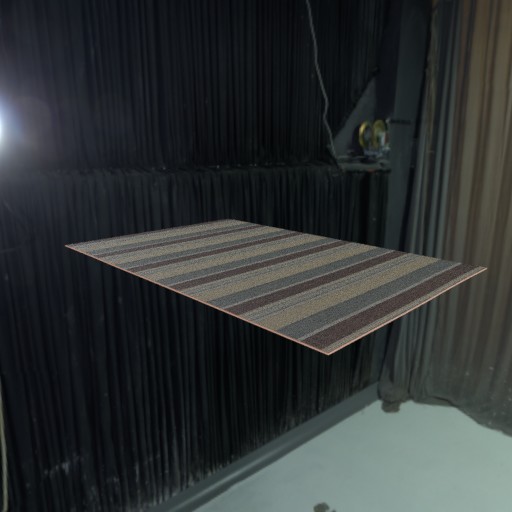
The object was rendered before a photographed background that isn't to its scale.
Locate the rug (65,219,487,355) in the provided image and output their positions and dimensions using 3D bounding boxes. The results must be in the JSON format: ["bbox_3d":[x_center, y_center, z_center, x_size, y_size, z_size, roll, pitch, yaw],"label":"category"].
[{"bbox_3d":[0.000,0.000,2.280,1.219,0.008,1.829,-14,20,-43],"label":"rug"}]
